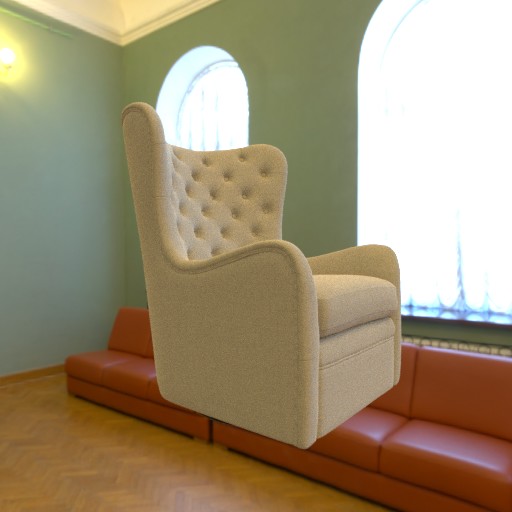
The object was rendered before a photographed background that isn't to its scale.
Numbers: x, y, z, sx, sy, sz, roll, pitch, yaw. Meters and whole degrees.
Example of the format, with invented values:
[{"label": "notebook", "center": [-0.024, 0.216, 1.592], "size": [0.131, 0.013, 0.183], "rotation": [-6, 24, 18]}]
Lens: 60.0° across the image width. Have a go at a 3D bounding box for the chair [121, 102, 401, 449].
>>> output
[{"label": "chair", "center": [0.000, 0.000, 1.731], "size": [0.929, 1.079, 0.831], "rotation": [1, 1, 36]}]
